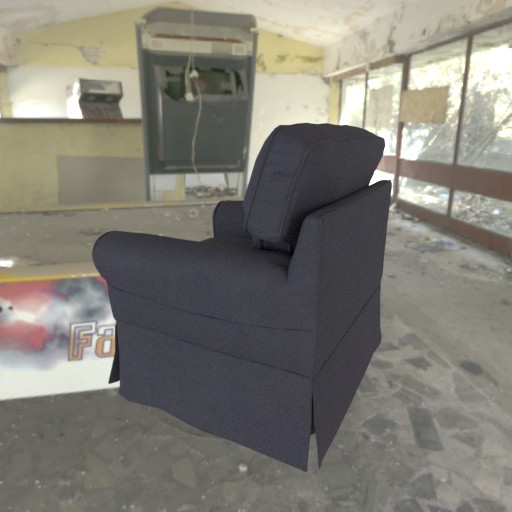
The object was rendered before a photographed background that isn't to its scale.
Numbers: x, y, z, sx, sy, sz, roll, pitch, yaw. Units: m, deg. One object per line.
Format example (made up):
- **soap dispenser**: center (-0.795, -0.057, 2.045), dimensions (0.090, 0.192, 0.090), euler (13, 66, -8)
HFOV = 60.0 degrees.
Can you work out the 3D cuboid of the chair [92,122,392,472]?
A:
- **chair**: center (0.000, 0.000, 1.990), dimensions (1.002, 1.140, 1.119), euler (8, 18, 26)
